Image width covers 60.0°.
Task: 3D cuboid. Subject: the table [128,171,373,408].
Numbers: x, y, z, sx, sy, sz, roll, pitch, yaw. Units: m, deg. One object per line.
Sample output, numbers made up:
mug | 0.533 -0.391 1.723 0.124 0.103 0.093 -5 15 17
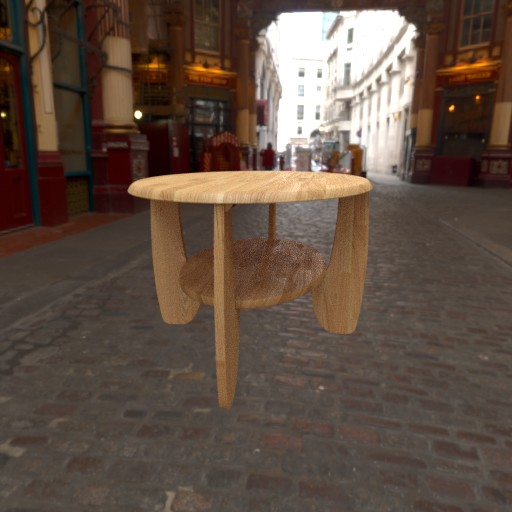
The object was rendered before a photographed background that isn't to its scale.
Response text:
table | 0.000 0.000 1.413 0.690 0.490 1.040 2 13 8
